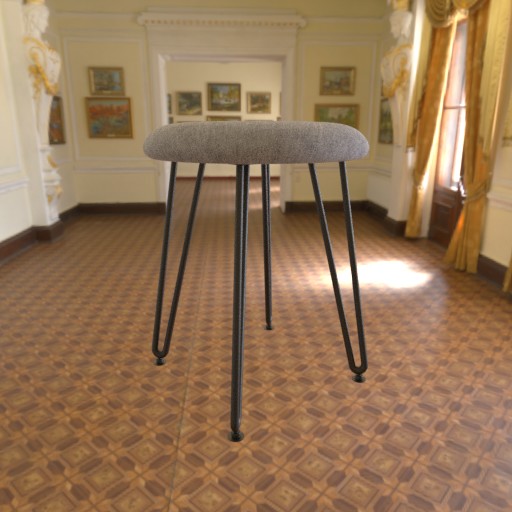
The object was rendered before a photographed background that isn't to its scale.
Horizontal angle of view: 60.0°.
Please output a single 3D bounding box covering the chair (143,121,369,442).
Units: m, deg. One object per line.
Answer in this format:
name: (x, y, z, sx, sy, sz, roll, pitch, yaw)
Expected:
chair: (0.000, 0.000, 0.665, 0.350, 0.386, 0.350, 2, 16, 9)
